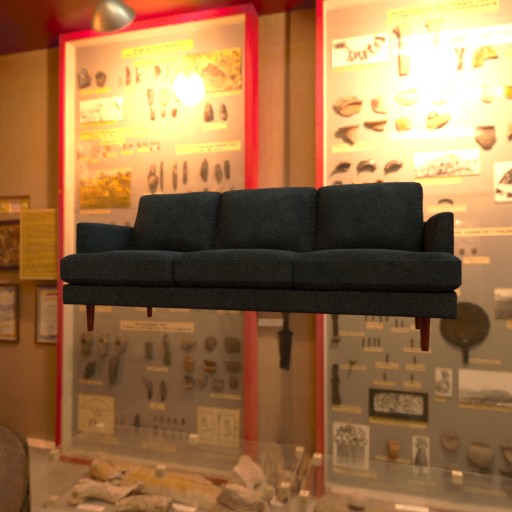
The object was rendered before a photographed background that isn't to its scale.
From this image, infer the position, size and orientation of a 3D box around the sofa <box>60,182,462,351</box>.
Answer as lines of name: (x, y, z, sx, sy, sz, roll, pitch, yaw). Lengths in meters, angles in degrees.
sofa: (0.000, 0.000, 2.764, 2.246, 0.930, 0.903, 0, 0, 18)
